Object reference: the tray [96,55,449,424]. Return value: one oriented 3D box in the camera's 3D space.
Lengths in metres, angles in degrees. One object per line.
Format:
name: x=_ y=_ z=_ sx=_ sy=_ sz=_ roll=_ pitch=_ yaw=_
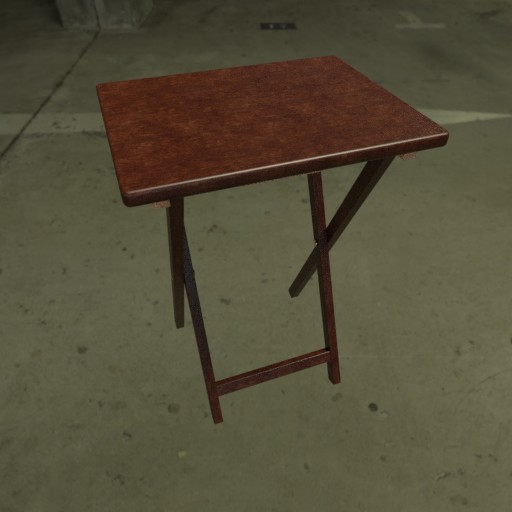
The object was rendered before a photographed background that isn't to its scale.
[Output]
tray: x=0.000 y=0.000 z=0.947 sx=0.483 sy=0.660 sz=0.381 roll=-13 pitch=43 yaw=-15
